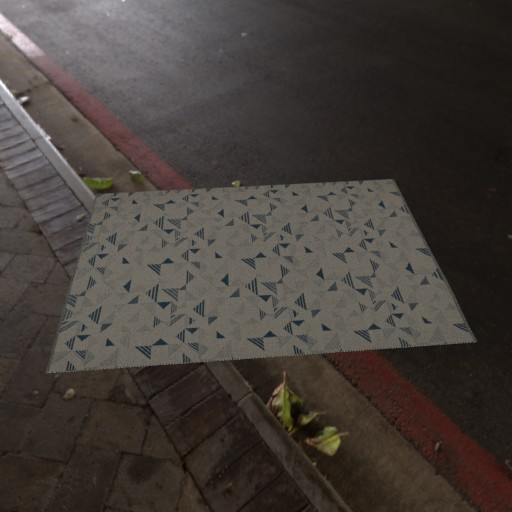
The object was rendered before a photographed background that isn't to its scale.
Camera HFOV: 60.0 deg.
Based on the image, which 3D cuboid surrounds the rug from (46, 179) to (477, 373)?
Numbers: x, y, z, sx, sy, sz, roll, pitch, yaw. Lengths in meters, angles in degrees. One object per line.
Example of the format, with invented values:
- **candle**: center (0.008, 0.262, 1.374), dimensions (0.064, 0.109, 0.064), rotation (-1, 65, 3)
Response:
- **rug**: center (0.000, 0.000, 2.293), dimensions (1.835, 0.003, 1.206), rotation (-3, 45, -3)
